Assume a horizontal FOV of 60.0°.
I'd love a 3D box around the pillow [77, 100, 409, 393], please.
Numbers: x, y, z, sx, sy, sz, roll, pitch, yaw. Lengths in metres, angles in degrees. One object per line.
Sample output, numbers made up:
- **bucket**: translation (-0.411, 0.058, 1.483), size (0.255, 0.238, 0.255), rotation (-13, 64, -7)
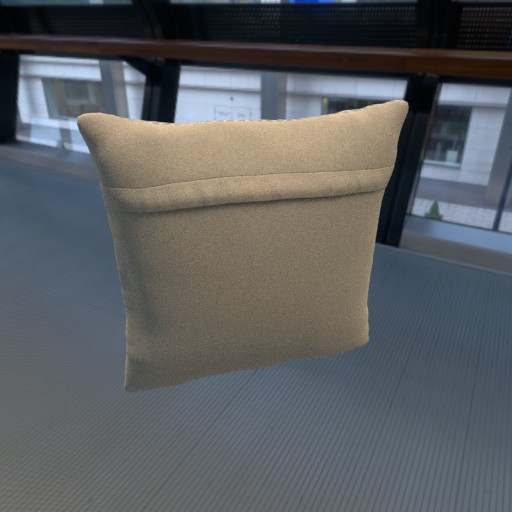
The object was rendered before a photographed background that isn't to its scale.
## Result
- **pillow**: translation (0.000, 0.000, 0.701), size (0.459, 0.458, 0.181), rotation (-8, 28, -15)
